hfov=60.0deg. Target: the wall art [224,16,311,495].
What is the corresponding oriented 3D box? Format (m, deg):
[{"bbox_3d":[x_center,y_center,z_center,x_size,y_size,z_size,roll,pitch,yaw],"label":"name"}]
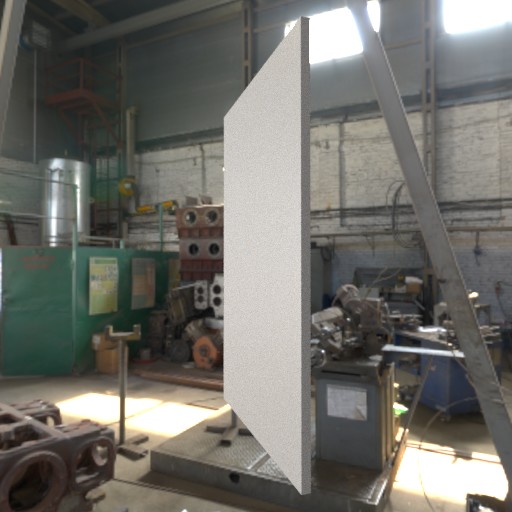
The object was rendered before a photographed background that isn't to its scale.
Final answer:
[{"bbox_3d":[0.000,0.000,0.595,0.010,0.474,0.325,0,-1,-18],"label":"wall art"}]
